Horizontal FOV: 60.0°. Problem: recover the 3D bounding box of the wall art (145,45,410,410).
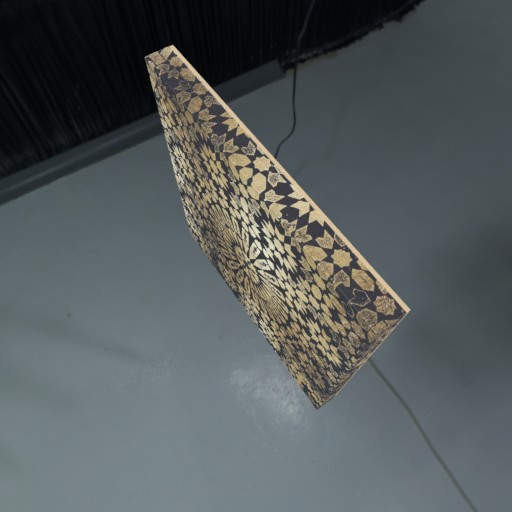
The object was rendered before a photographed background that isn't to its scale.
[{"bbox_3d":[0.000,0.000,0.624,0.038,0.405,0.405,-31,67,-15],"label":"wall art"}]
